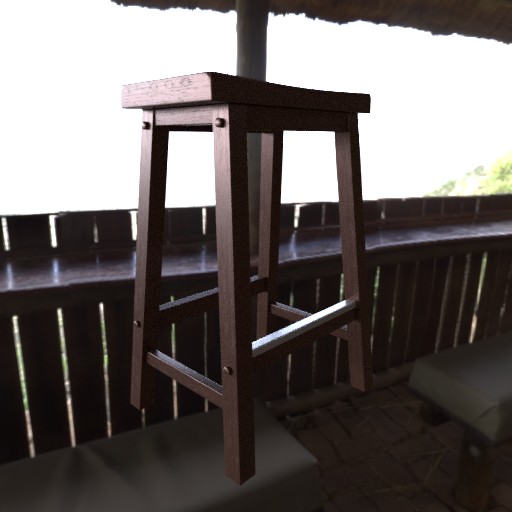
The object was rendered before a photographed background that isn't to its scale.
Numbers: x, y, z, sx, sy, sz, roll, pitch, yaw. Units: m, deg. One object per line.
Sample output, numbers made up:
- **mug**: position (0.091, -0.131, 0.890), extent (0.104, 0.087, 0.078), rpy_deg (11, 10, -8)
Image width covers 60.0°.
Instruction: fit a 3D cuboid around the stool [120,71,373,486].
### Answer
- **stool**: position (0.000, 0.000, 0.862), extent (0.322, 0.610, 0.406), rpy_deg (14, 20, 42)
